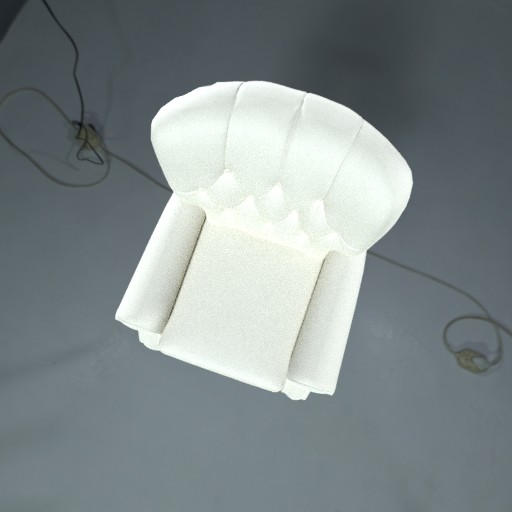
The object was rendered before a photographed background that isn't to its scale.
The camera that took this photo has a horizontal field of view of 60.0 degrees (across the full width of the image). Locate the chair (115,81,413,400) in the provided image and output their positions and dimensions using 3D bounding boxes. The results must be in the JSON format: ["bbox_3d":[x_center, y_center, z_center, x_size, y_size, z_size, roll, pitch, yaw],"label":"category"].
[{"bbox_3d":[0.000,0.000,2.081,1.035,1.169,1.132,18,76,5],"label":"chair"}]
